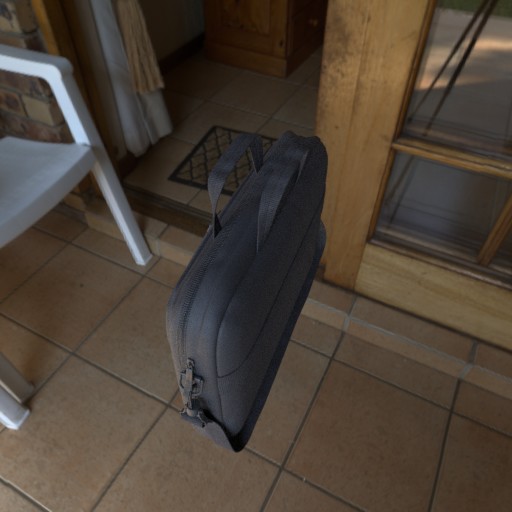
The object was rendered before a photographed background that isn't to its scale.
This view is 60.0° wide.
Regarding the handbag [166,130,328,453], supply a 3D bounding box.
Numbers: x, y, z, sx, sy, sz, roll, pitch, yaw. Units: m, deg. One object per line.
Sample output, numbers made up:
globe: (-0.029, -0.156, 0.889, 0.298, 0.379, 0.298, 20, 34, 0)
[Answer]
handbag: (0.000, 0.000, 0.433, 0.089, 0.244, 0.320, 16, 50, 15)
